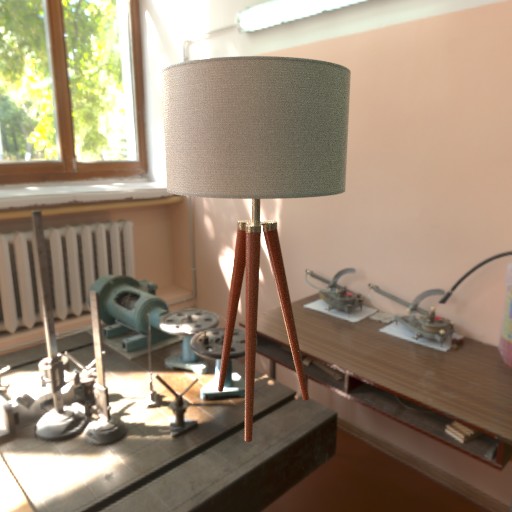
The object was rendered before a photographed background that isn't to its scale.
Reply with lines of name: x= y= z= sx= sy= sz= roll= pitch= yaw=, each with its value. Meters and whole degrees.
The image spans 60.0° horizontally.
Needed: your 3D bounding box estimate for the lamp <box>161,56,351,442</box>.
lamp: x=0.000 y=0.000 z=0.928 sx=0.354 sy=0.709 sz=0.355 roll=-2 pitch=14 yaw=-9
